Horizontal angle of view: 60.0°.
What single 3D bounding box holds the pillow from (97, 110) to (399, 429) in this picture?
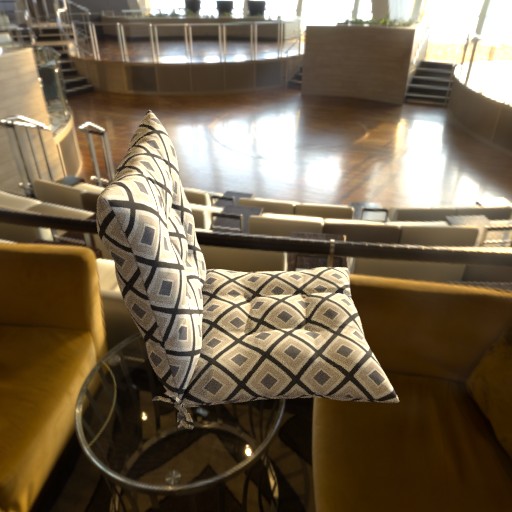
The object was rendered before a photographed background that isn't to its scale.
[{"bbox_3d":[0.000,0.000,1.013,0.585,0.536,0.541,-2,32,-2],"label":"pillow"}]
